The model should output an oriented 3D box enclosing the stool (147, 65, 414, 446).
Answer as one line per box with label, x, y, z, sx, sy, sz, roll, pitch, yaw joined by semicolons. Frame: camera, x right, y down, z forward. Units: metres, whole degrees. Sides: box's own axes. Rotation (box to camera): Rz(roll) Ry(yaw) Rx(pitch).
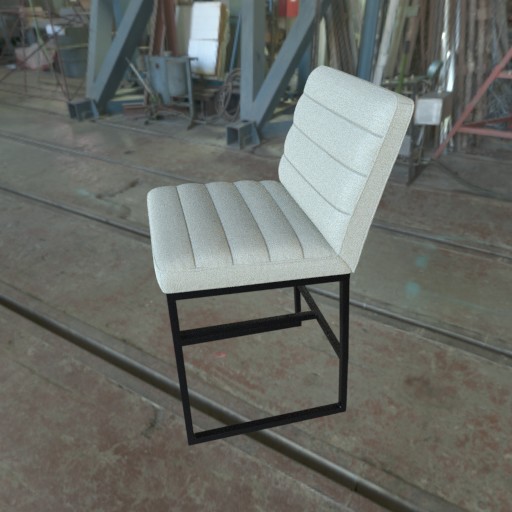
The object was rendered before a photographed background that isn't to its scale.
stool;0.000;0.000;1.259;0.560;0.940;0.460;-8;32;-12
